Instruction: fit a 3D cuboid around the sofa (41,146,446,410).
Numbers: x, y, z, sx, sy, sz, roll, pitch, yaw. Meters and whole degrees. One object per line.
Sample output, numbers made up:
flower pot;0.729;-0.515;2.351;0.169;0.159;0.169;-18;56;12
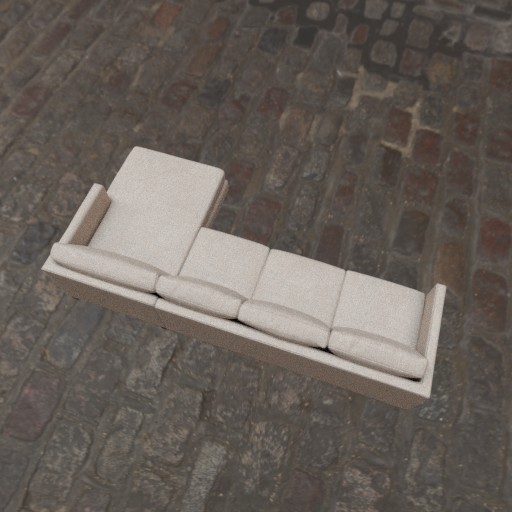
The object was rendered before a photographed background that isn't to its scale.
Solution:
sofa;0.000;0.000;3.957;3.186;0.846;1.625;17;64;8
